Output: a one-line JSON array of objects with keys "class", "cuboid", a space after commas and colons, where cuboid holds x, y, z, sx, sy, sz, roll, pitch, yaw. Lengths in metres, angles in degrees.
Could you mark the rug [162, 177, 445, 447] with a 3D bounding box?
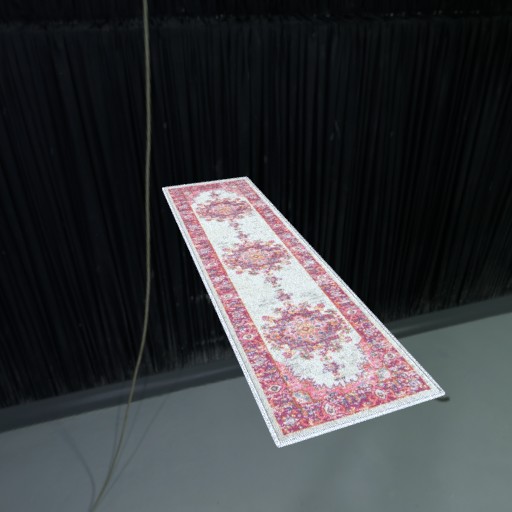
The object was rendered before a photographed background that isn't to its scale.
[{"class": "rug", "cuboid": [0.000, 0.000, 2.446, 0.666, 0.011, 2.294, -10, 33, -17]}]
